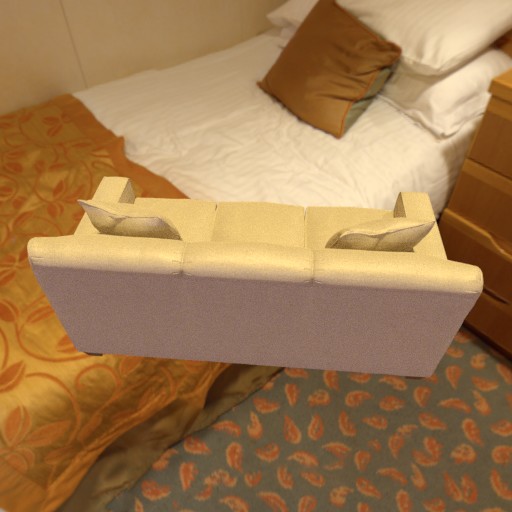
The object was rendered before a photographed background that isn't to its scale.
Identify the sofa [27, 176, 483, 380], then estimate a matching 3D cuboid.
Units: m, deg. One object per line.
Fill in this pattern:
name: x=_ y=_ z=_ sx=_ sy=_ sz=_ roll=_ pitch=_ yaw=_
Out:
sofa: x=0.000 y=0.000 z=2.543 sx=2.024 sy=0.958 sz=0.997 roll=3 pitch=47 yaw=3
